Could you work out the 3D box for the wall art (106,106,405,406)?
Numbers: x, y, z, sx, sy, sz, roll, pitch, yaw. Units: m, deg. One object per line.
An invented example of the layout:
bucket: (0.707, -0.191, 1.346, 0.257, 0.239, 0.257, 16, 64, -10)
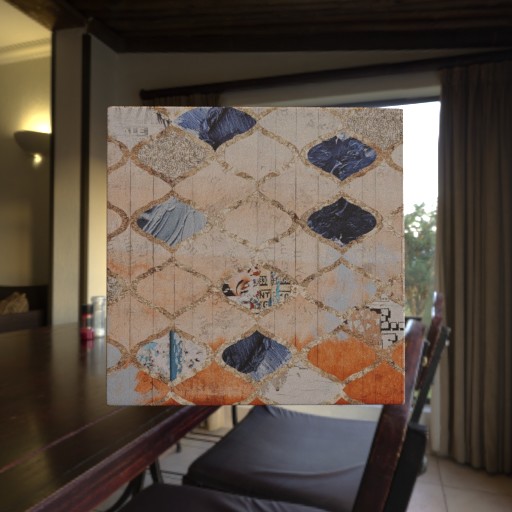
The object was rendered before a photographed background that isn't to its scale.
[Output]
wall art: (0.000, 0.000, 1.376, 0.912, 0.914, 0.039, 0, 0, -1)
